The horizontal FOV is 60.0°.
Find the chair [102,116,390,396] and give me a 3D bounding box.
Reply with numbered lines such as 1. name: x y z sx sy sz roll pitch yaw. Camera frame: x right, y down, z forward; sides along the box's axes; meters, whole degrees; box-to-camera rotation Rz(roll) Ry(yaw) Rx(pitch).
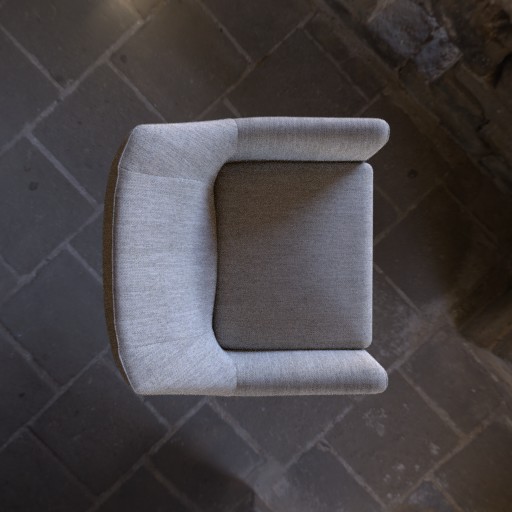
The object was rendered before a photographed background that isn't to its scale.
1. chair: 0.000 0.000 1.419 0.758 0.761 0.796 0 91 -2
